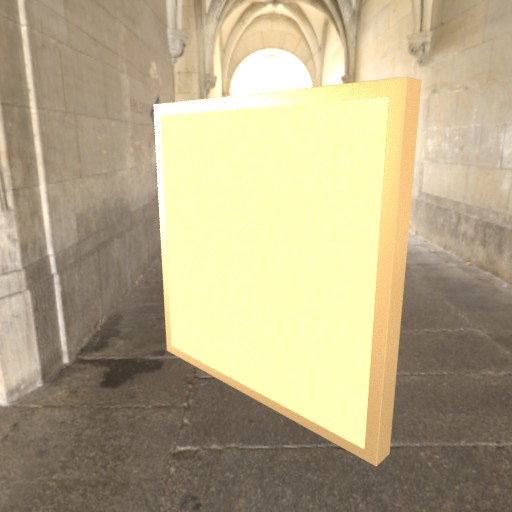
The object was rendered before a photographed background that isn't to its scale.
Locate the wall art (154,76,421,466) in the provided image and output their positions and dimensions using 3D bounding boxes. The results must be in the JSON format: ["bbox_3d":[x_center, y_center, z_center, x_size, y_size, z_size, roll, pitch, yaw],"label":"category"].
[{"bbox_3d":[0.000,0.000,0.445,0.305,0.305,0.023,14,20,43],"label":"wall art"}]
